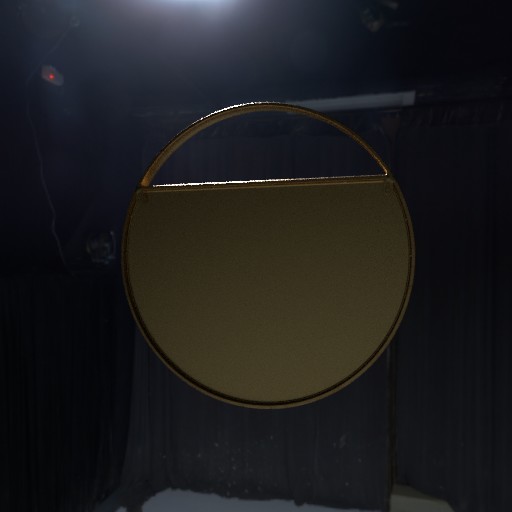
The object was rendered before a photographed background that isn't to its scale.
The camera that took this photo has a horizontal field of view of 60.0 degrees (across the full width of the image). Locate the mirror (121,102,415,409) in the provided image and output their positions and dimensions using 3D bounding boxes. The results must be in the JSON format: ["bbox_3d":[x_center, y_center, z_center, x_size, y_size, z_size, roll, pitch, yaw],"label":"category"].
[{"bbox_3d":[0.000,0.000,0.836,0.565,0.565,0.032,0,1,17],"label":"mirror"}]
